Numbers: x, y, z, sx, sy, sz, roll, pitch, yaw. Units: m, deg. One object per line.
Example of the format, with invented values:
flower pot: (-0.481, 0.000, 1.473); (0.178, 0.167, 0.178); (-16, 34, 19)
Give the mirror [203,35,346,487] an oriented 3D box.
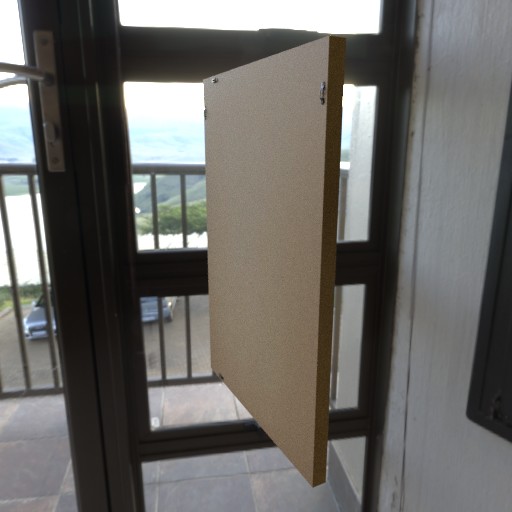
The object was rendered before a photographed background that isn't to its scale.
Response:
mirror: (0.000, 0.000, 1.135); (0.040, 0.915, 0.609); (-7, 16, -26)
